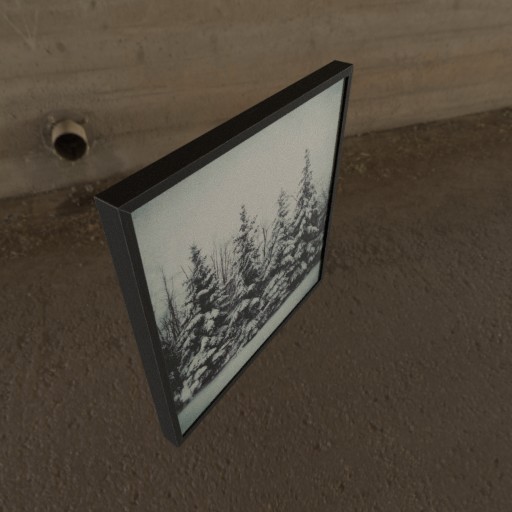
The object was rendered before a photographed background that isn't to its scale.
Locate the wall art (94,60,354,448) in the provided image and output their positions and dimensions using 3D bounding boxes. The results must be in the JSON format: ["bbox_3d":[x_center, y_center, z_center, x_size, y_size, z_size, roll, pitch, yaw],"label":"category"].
[{"bbox_3d":[0.000,0.000,0.757,0.036,0.506,0.506,26,48,26],"label":"wall art"}]
